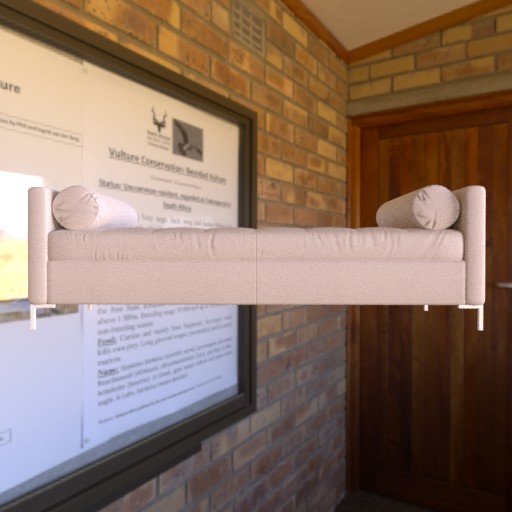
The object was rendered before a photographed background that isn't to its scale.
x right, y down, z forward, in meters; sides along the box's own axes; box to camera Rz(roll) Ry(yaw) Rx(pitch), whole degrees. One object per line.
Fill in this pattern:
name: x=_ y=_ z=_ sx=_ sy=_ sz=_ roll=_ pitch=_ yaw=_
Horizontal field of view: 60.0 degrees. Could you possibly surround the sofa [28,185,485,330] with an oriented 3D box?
sofa: x=0.000 y=0.000 z=2.248 sx=1.981 sy=0.635 sz=0.686 roll=0 pitch=1 yaw=1
